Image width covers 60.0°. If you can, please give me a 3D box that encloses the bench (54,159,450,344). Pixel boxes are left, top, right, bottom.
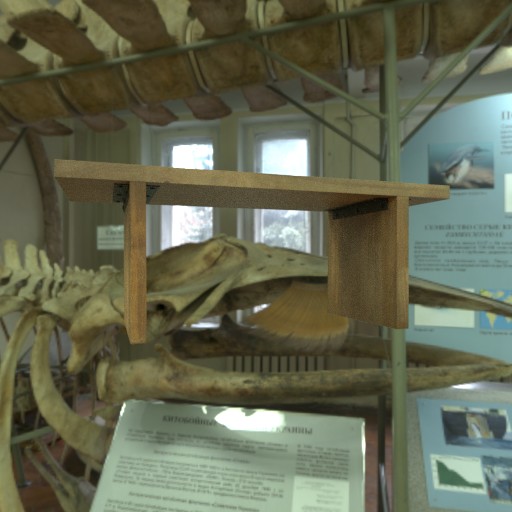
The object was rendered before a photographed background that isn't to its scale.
[{"bbox_3d":[0.000,0.000,1.476,1.183,0.458,0.458,0,-1,-18],"label":"bench"}]
